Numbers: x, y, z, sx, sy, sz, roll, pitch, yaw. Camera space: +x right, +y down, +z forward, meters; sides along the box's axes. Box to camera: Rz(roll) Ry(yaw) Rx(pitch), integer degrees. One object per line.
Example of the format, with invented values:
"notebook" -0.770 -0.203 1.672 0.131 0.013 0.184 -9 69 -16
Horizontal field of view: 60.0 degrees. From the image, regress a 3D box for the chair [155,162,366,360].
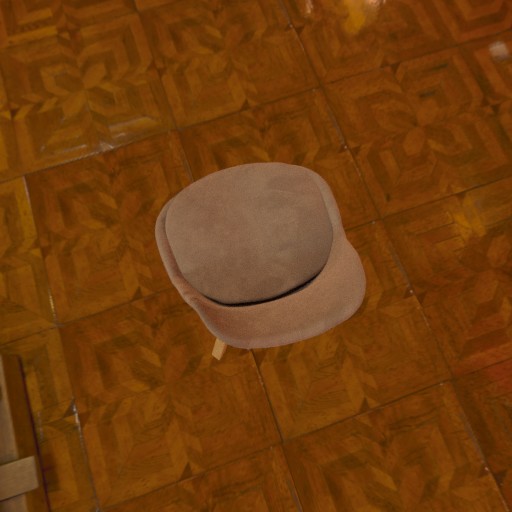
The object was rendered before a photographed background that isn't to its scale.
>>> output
"chair" 0.000 0.000 1.212 0.485 0.850 0.550 -16 75 -5
